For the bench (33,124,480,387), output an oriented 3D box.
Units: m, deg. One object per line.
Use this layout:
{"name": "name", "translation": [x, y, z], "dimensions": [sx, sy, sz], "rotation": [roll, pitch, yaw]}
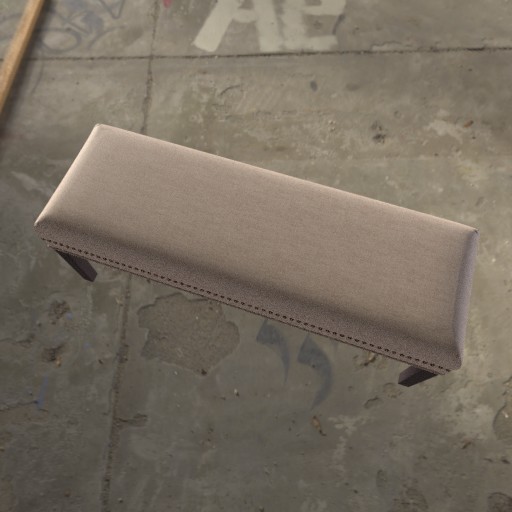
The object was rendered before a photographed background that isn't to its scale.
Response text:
{"name": "bench", "translation": [0.000, 0.000, 1.419], "dimensions": [1.219, 0.457, 0.410], "rotation": [17, 66, 8]}
